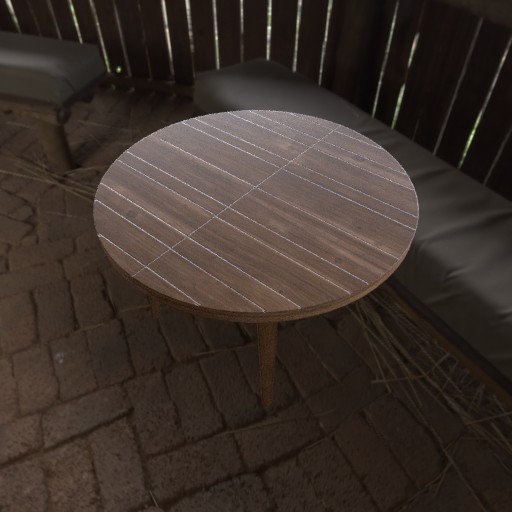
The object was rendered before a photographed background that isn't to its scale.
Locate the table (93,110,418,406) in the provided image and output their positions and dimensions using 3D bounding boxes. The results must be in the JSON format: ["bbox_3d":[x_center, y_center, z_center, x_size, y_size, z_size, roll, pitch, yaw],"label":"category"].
[{"bbox_3d":[0.000,0.000,1.979,1.213,0.764,1.213,0,45,0],"label":"table"}]
